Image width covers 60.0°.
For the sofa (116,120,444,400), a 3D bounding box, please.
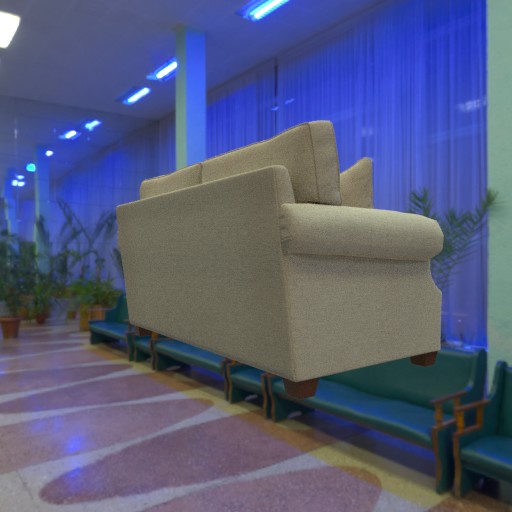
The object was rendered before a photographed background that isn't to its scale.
[{"bbox_3d":[0.000,0.000,2.313,0.966,0.966,1.701,0,0,-36],"label":"sofa"}]
